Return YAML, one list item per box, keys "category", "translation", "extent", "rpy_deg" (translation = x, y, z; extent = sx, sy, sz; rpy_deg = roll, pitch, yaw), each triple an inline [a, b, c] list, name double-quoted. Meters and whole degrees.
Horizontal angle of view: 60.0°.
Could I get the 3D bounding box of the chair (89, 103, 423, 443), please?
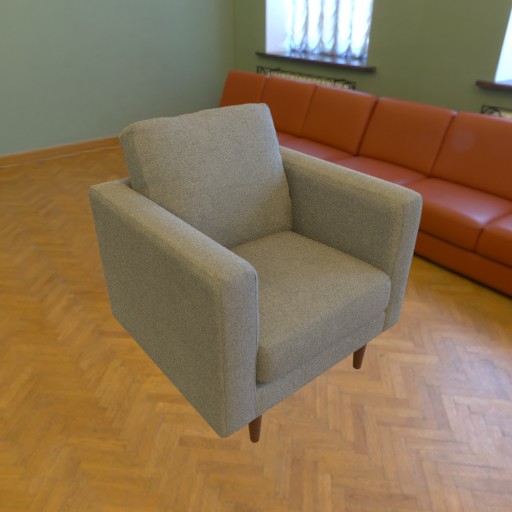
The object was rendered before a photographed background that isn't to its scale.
- category: "chair"
  translation: [0.000, 0.000, 1.586]
  extent: [0.855, 0.927, 0.800]
  rpy_deg: [-22, 37, -34]
